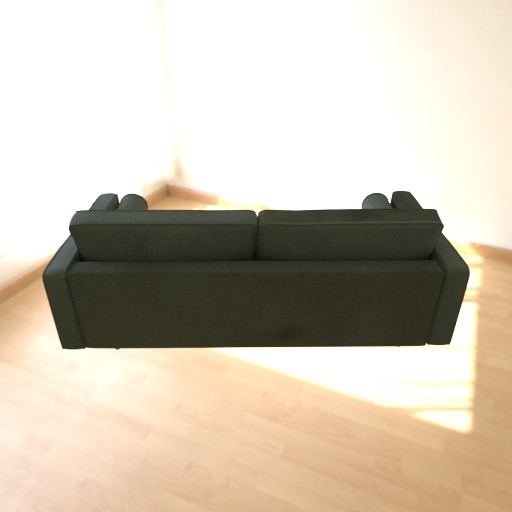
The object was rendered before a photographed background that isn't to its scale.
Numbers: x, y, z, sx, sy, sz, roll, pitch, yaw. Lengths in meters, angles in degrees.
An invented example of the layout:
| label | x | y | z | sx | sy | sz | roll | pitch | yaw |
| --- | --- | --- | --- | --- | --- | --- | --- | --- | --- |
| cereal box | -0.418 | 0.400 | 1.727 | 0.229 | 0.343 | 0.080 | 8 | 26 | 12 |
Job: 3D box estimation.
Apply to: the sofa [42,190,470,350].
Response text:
| label | x | y | z | sx | sy | sz | roll | pitch | yaw |
| --- | --- | --- | --- | --- | --- | --- | --- | --- | --- |
| sofa | 0.000 | 0.000 | 2.370 | 1.880 | 0.772 | 0.916 | 0 | 31 | 0 |
